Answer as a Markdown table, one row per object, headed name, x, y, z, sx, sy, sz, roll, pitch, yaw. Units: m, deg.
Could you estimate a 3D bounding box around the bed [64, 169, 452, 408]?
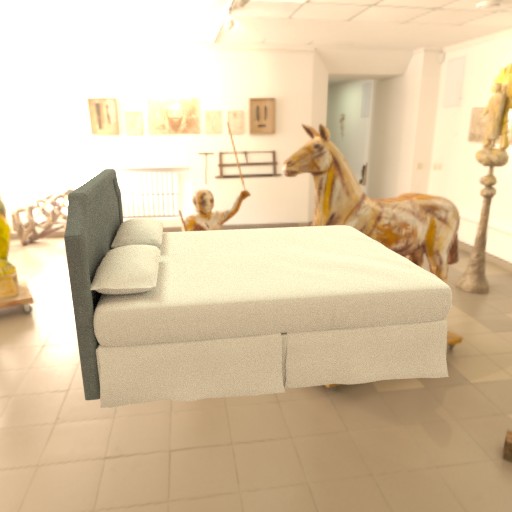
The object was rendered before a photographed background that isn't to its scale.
| name | x | y | z | sx | sy | sz | roll | pitch | yaw |
| --- | --- | --- | --- | --- | --- | --- | --- | --- | --- |
| bed | 0.000 | 0.000 | 3.612 | 2.464 | 1.306 | 1.977 | -3 | 17 | -9 |
